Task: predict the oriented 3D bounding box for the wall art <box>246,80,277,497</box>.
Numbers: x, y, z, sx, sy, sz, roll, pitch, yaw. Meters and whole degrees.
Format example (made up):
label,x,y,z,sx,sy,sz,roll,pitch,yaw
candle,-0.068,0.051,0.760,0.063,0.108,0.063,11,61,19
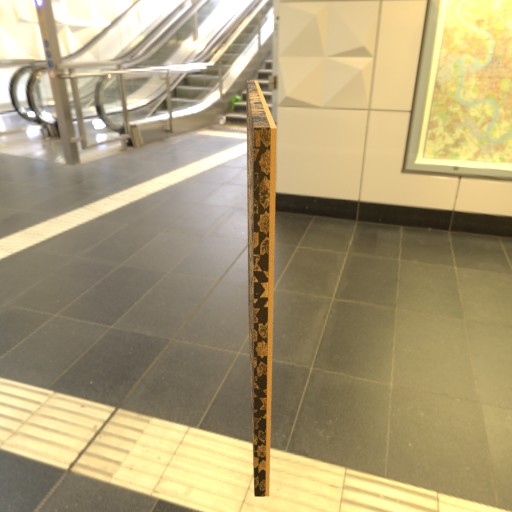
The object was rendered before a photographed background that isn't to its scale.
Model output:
label,x,y,z,sx,sy,sz,roll,pitch,yaw
wall art,0.000,0.000,1.331,0.038,0.914,0.914,-1,26,-2
